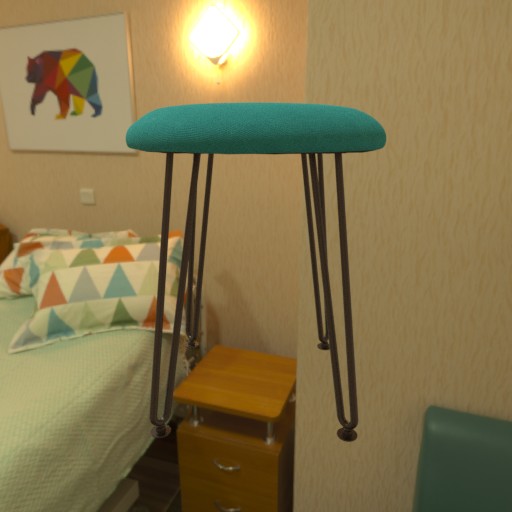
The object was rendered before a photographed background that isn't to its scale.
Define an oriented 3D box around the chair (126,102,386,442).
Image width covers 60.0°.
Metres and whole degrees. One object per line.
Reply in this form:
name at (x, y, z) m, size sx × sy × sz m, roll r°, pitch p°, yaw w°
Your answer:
chair at (0.000, 0.000, 0.665) m, size 0.350 × 0.430 × 0.350 m, roll -3°, pitch 16°, yaw -10°
